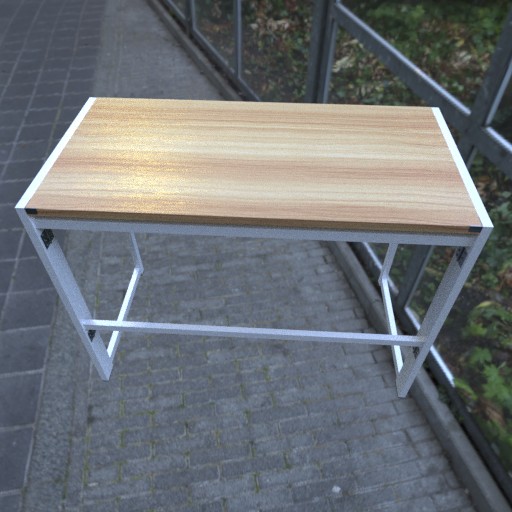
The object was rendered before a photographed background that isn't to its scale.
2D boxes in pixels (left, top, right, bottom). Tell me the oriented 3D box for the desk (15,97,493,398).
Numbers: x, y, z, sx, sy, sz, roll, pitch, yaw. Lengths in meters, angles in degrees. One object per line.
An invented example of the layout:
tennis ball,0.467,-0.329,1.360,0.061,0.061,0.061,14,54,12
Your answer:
desk,0.000,0.000,1.383,1.016,0.762,0.508,3,46,2
